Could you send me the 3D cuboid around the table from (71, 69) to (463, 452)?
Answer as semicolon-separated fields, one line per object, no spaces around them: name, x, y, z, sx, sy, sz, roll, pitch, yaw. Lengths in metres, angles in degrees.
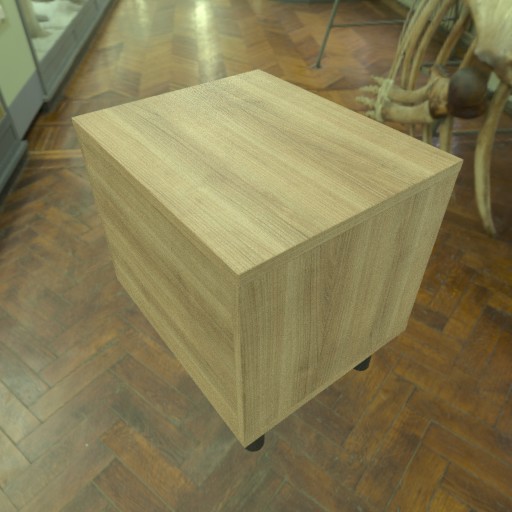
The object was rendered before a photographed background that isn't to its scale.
table;0.000;0.000;0.790;0.380;0.460;0.445;-27;48;-27
